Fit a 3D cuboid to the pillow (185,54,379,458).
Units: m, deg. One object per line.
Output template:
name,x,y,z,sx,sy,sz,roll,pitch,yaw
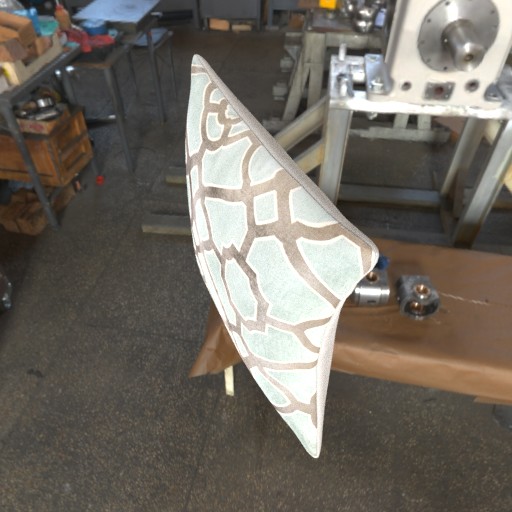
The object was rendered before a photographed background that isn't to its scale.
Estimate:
pillow,0.000,0.000,0.782,0.166,0.508,0.552,-17,48,-17
